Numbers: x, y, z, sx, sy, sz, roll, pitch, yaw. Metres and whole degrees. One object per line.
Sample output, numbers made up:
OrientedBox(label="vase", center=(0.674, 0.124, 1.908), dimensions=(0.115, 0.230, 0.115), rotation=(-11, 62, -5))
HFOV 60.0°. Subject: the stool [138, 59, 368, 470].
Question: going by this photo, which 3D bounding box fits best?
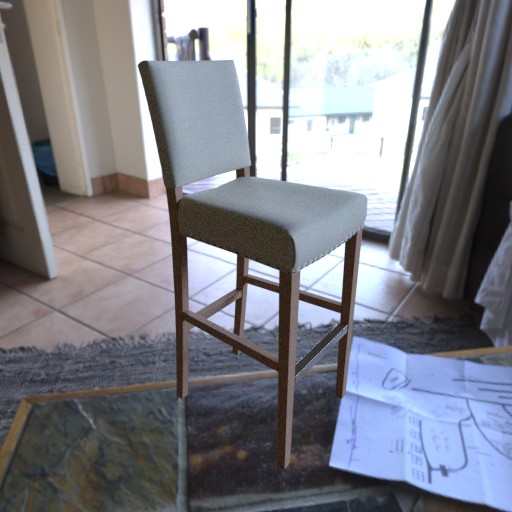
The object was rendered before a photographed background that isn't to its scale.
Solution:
OrientedBox(label="stool", center=(0.000, 0.000, 1.416), dimensions=(0.546, 1.143, 0.428), rotation=(17, 29, 33))
